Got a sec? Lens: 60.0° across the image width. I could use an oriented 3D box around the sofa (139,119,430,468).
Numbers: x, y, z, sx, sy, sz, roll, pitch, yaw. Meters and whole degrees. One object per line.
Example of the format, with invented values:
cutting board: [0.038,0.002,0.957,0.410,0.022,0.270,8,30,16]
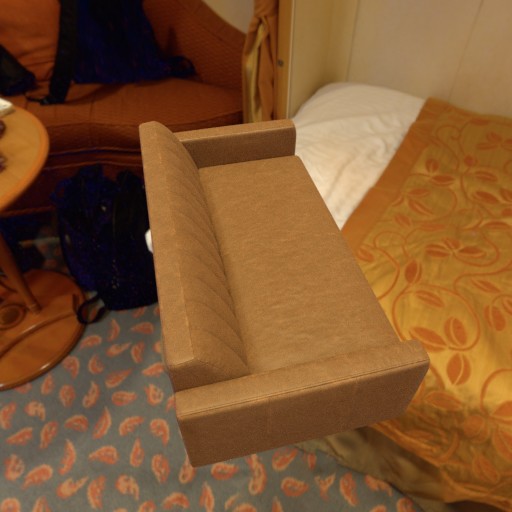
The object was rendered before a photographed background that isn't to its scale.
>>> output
sofa: [0.000,0.000,2.348,0.993,0.821,1.847,-10,47,-9]
